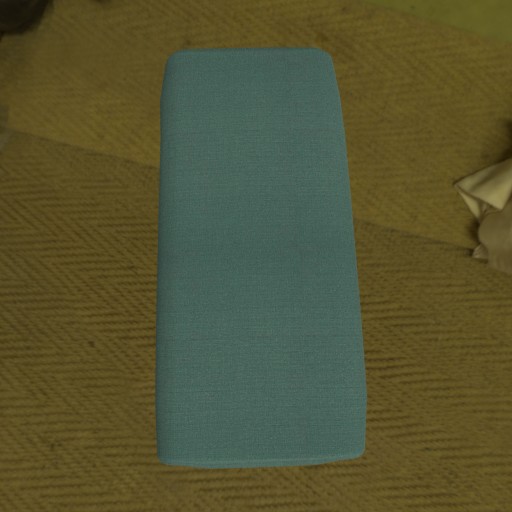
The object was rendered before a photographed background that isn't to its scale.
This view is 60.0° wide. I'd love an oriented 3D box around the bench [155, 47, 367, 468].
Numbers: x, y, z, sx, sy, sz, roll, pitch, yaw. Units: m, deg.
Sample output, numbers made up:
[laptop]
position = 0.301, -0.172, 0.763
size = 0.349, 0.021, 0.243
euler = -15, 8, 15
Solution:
[bench]
position = 0.000, 0.000, 1.217
size = 0.476, 0.474, 0.995
euler = -2, 76, 0
